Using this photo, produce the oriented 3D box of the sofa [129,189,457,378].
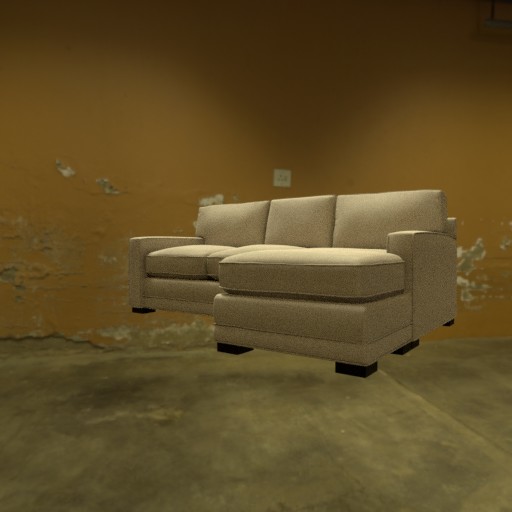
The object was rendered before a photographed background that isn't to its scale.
[{"bbox_3d":[0.000,0.000,2.820,2.087,0.861,1.496,1,1,36],"label":"sofa"}]
